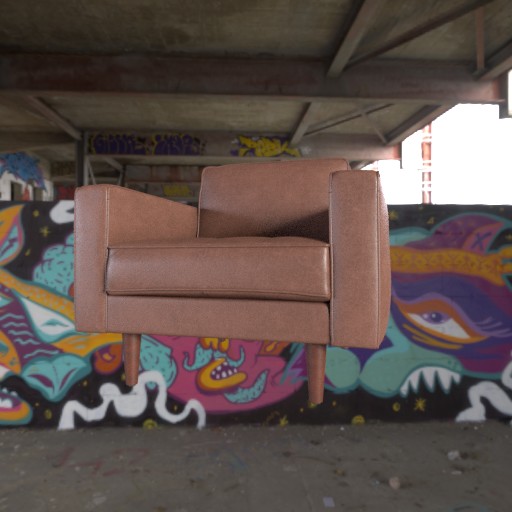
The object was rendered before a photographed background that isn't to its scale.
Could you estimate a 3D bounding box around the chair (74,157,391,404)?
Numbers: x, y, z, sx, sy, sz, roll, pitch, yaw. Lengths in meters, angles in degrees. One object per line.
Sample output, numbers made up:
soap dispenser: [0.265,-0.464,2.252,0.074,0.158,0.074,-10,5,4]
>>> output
chair: [0.000,0.000,1.578,0.920,0.770,0.900,0,0,17]
